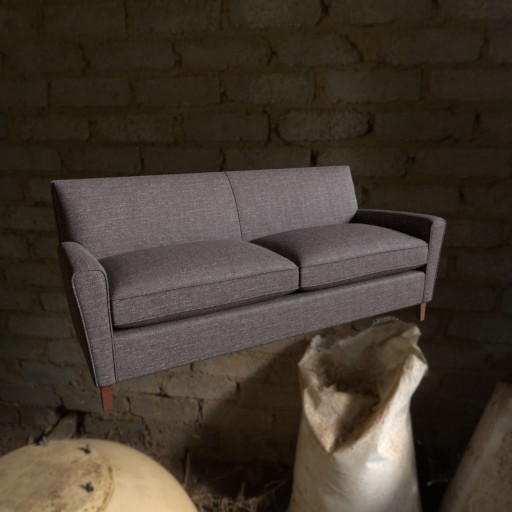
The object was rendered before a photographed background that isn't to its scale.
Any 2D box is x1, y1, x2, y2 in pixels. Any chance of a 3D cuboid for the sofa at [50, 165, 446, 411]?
[{"bbox_3d":[0.000,0.000,2.432,1.976,0.846,0.875,-9,18,-28],"label":"sofa"}]
